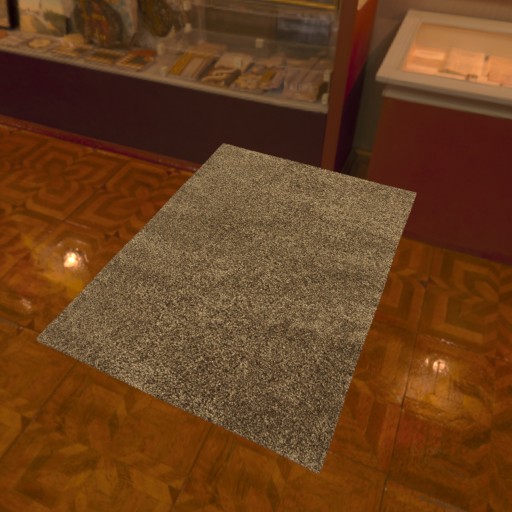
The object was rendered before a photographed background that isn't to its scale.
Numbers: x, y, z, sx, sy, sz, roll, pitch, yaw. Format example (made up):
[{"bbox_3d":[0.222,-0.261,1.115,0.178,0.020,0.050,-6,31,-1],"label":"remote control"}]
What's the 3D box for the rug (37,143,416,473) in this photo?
[{"bbox_3d":[0.000,0.000,2.106,1.198,0.025,1.601,18,49,17],"label":"rug"}]
